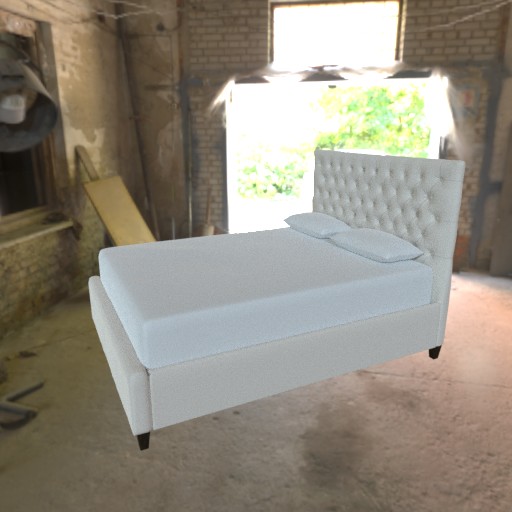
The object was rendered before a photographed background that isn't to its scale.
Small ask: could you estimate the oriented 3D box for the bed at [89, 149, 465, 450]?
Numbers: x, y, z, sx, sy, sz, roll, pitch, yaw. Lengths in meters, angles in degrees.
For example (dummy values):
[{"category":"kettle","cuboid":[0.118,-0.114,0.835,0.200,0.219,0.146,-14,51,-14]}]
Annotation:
[{"category":"bed","cuboid":[0.000,0.000,3.292,2.233,1.426,1.696,-8,18,-25]}]
